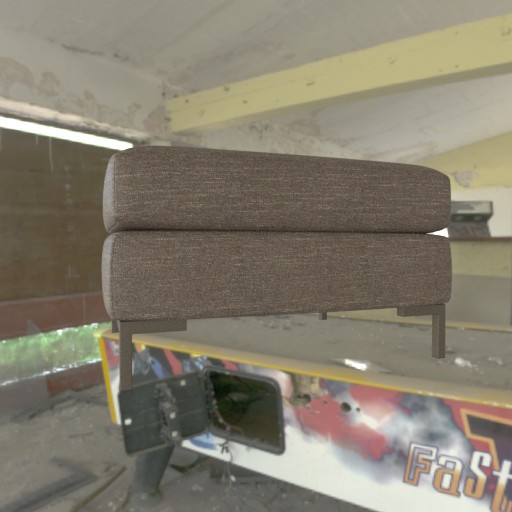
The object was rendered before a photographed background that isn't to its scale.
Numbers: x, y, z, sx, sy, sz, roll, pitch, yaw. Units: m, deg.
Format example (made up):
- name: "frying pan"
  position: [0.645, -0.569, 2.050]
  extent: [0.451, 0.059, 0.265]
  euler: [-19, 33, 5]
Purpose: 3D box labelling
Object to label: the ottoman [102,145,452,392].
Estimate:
- name: "ottoman"
  position: [0.000, 0.000, 1.247]
  extent: [0.820, 0.490, 0.671]
  euler: [0, 1, -19]
